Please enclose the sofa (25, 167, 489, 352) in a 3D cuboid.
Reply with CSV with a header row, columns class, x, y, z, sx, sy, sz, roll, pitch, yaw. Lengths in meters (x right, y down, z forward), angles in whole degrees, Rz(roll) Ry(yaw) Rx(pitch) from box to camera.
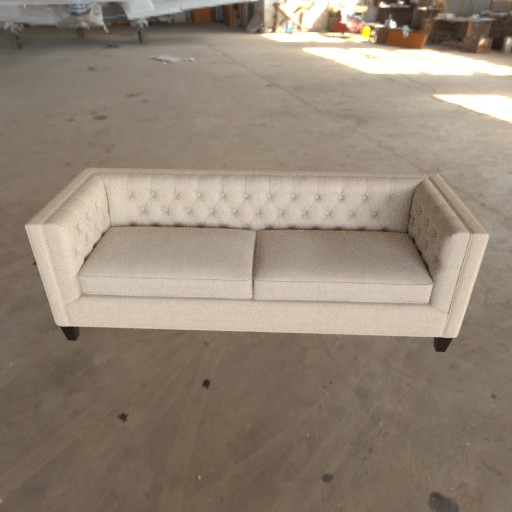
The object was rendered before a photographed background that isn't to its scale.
class,x,y,z,sx,sy,sz,roll,pitch,yaw
sofa,0.000,0.000,2.566,2.159,0.762,0.775,1,32,2
